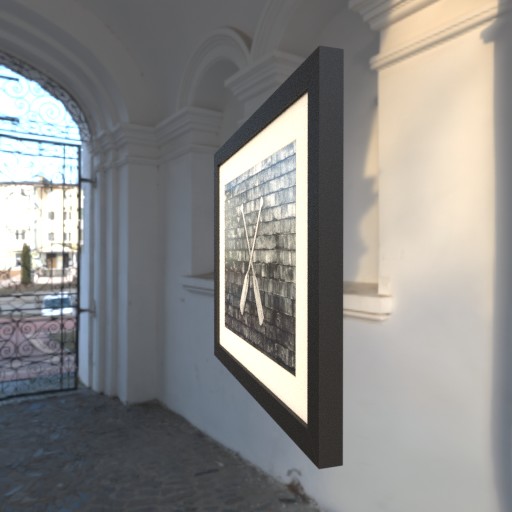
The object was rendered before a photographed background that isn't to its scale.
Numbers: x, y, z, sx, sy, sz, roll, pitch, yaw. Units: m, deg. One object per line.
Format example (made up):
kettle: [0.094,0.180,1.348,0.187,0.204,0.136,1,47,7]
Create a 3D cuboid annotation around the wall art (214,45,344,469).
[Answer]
wall art: [0.000,0.000,0.748,0.029,0.457,0.558,0,1,-17]
